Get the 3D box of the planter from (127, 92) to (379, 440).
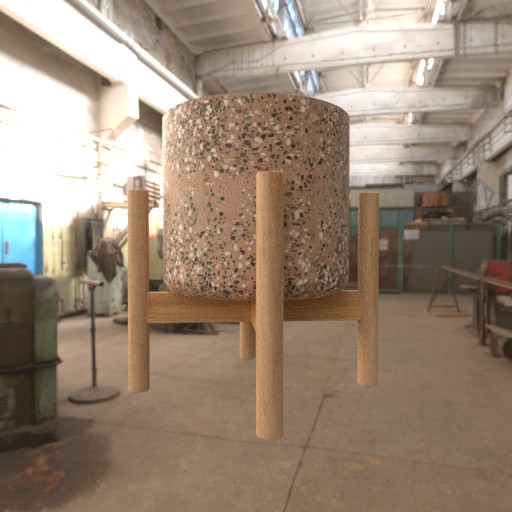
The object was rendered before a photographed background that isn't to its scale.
[{"bbox_3d":[0.000,0.000,0.541,0.284,0.320,0.284,0,1,17],"label":"planter"}]
